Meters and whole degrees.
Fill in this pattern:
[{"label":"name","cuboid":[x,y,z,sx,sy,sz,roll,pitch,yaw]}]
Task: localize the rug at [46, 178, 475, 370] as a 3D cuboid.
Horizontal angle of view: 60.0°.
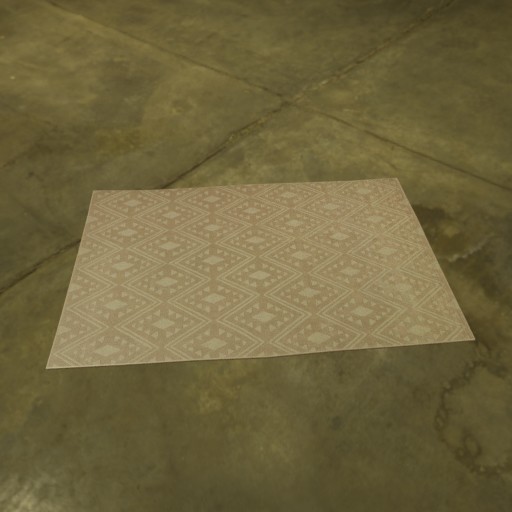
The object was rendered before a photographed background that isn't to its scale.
[{"label":"rug","cuboid":[0.000,0.000,3.017,2.430,0.053,1.553,-3,47,-3]}]
